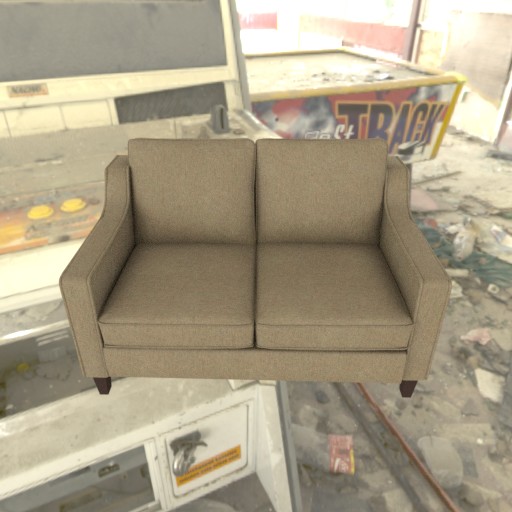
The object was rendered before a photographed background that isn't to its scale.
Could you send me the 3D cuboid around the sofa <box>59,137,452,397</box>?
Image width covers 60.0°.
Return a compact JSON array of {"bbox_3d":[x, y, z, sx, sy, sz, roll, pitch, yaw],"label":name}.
[{"bbox_3d":[0.000,0.000,2.137,1.503,0.981,0.985,0,31,1],"label":"sofa"}]
